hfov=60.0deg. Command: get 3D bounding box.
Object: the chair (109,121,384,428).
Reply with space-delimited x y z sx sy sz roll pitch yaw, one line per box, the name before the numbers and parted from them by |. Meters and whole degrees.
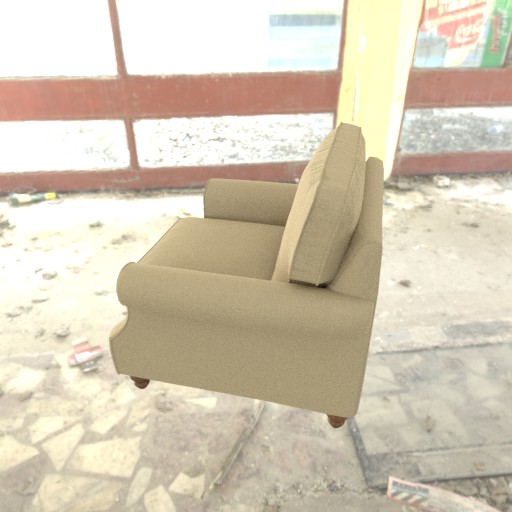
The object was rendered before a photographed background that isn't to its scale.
chair | 0.000 0.000 1.842 0.966 0.967 1.029 7 31 12
